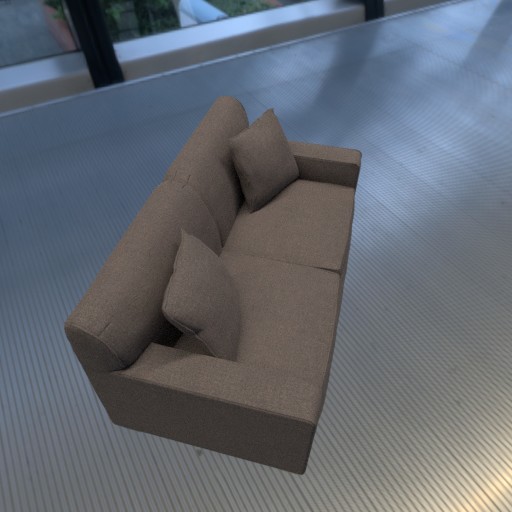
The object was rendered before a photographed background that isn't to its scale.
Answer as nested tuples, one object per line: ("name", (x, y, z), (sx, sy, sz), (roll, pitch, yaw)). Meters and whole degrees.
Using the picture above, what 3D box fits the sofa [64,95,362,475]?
("sofa", (0.000, 0.000, 2.408), (1.000, 0.958, 1.846), (11, 47, 10))
